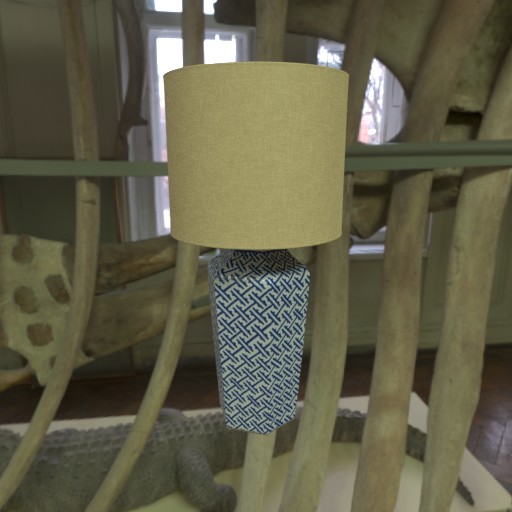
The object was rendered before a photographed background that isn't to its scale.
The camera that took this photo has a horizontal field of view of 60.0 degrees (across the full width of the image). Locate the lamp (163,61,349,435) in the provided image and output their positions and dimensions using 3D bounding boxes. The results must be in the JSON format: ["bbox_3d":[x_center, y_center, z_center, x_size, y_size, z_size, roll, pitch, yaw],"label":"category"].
[{"bbox_3d":[0.000,0.000,0.854,0.320,0.682,0.320,-2,14,-9],"label":"lamp"}]
